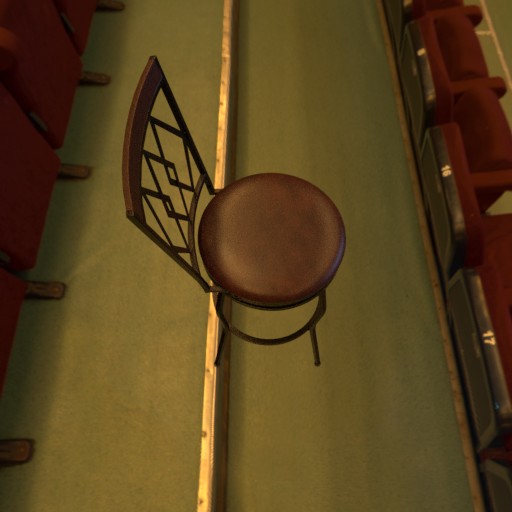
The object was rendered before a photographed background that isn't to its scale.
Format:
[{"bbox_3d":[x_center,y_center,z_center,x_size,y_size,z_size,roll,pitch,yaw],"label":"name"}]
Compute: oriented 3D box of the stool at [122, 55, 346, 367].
[{"bbox_3d":[0.000,0.000,1.381,0.521,1.134,0.432,0,63,0],"label":"stool"}]
